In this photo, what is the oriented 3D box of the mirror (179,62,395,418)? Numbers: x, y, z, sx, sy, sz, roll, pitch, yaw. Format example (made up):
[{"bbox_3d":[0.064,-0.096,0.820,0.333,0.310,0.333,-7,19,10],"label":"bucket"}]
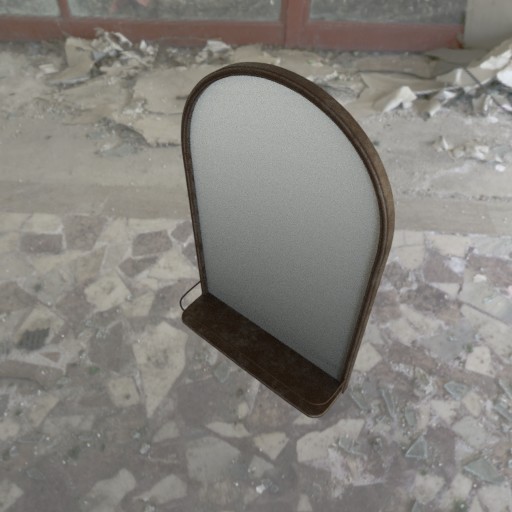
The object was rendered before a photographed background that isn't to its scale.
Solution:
[{"bbox_3d":[0.000,0.000,0.956,0.510,0.770,0.137,31,54,26],"label":"mirror"}]
